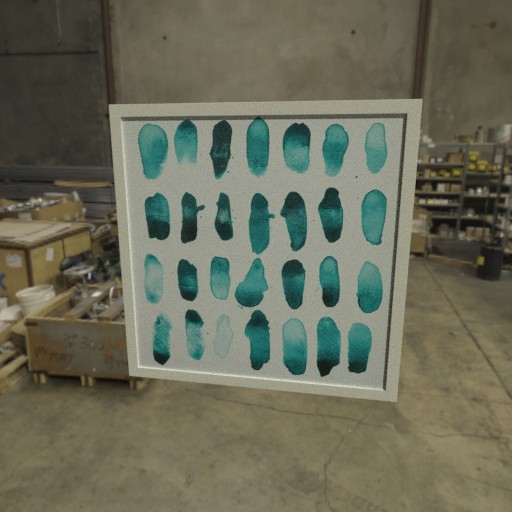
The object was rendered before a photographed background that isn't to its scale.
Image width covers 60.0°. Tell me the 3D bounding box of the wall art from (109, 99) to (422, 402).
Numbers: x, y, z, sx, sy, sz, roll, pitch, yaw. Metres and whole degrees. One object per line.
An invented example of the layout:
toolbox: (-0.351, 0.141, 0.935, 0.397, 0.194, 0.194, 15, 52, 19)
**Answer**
wall art: (0.000, 0.000, 1.235, 0.812, 0.813, 0.013, 3, 14, 10)
